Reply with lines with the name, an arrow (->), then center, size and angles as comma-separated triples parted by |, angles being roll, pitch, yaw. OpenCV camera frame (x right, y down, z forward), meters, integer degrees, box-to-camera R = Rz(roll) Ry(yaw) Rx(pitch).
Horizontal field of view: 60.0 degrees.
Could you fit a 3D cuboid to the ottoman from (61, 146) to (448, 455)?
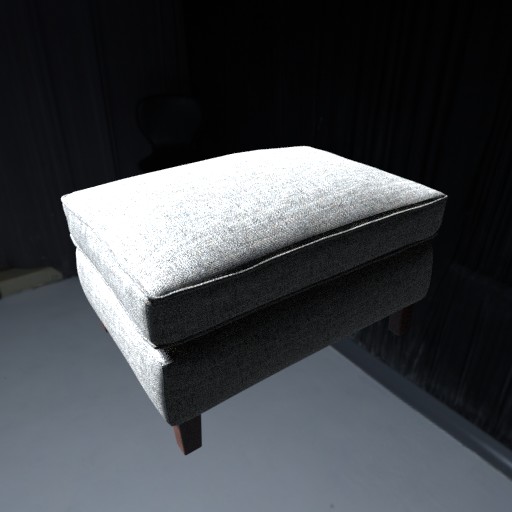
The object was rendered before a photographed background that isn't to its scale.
ottoman -> 0.000, 0.000, 0.990 | 0.686, 0.406, 0.508 | -19, 34, -30
